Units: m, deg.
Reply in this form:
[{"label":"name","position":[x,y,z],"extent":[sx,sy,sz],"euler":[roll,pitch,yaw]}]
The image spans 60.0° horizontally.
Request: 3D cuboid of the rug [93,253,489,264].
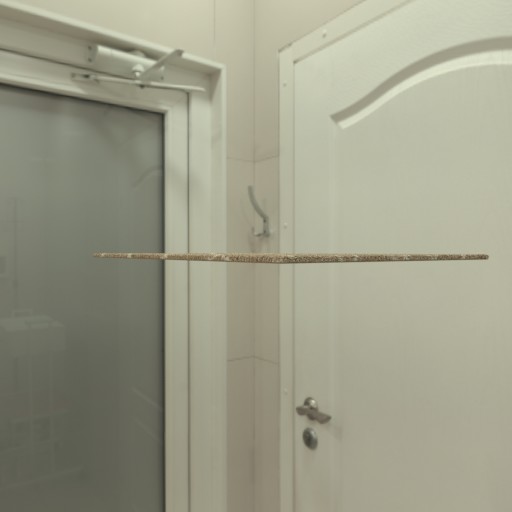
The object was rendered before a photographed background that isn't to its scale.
[{"label":"rug","position":[0.000,0.000,3.058],"extent":[1.524,0.030,2.438],"euler":[0,1,-36]}]
